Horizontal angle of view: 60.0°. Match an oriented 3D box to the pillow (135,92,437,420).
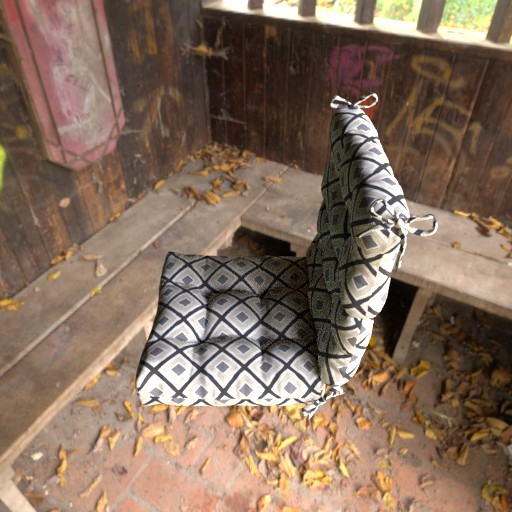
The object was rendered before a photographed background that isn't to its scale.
[{"bbox_3d":[0.000,0.000,1.045,0.571,0.605,0.519,0,41,0],"label":"pillow"}]
